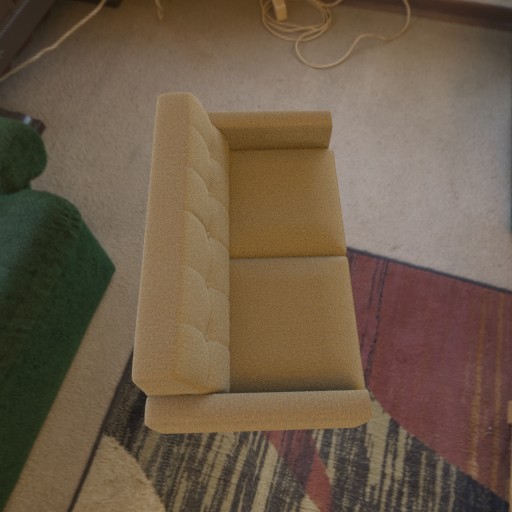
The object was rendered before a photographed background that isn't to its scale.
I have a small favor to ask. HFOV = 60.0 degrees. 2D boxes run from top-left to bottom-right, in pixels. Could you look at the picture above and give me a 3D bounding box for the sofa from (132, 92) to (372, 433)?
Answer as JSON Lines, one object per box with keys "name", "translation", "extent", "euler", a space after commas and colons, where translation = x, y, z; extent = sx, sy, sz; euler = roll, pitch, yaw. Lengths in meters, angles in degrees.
{"name": "sofa", "translation": [0.000, 0.000, 2.277], "extent": [0.952, 0.925, 1.651], "euler": [-1, 64, -1]}
